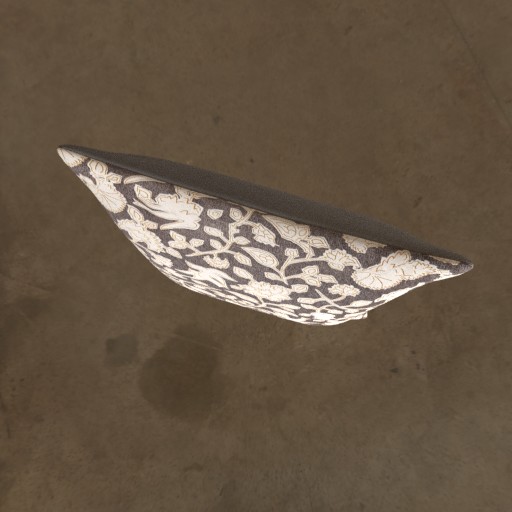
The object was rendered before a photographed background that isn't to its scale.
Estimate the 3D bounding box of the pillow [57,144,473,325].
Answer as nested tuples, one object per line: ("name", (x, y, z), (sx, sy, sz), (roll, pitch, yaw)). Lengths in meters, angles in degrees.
("pillow", (0.000, 0.000, 0.775), (0.526, 0.507, 0.166), (16, 77, 4))
